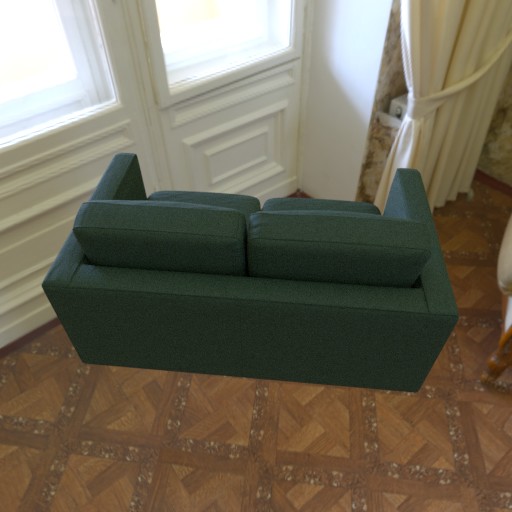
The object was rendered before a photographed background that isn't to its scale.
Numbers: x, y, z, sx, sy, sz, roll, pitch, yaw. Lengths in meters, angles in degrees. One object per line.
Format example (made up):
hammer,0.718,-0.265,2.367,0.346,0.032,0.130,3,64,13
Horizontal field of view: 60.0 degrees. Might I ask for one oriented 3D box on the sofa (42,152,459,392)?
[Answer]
sofa,0.000,0.000,1.967,1.430,0.899,0.879,4,46,4
